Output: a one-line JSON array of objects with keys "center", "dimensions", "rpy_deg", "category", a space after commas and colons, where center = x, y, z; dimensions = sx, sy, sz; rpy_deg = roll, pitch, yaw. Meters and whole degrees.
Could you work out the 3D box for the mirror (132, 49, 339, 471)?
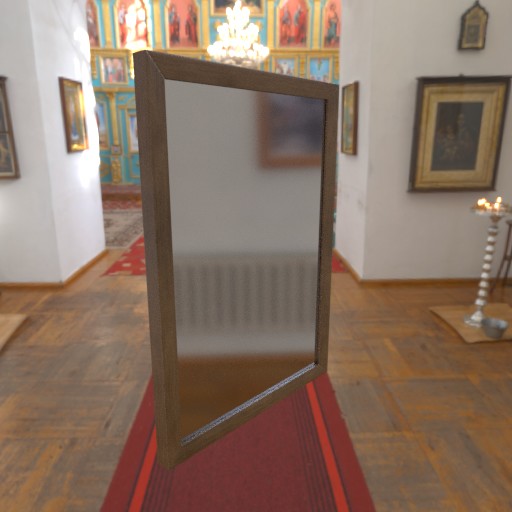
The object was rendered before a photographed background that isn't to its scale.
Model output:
[{"center": [0.000, 0.000, 0.915], "dimensions": [0.040, 0.710, 0.507], "rpy_deg": [13, 19, 42], "category": "mirror"}]
